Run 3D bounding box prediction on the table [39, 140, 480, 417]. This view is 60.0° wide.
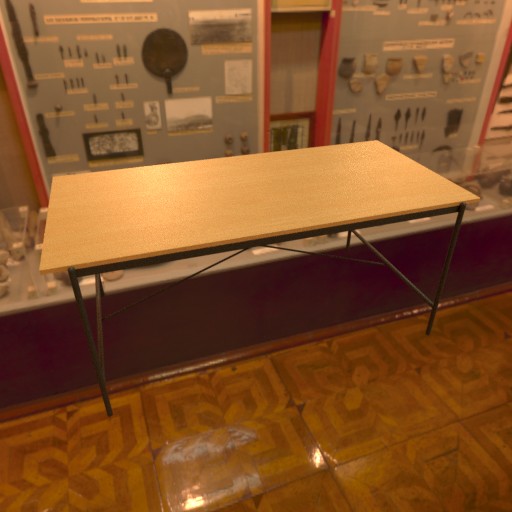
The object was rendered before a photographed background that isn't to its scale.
[{"bbox_3d":[0.000,0.000,2.255,1.800,0.758,0.900,-10,34,-15],"label":"table"}]
